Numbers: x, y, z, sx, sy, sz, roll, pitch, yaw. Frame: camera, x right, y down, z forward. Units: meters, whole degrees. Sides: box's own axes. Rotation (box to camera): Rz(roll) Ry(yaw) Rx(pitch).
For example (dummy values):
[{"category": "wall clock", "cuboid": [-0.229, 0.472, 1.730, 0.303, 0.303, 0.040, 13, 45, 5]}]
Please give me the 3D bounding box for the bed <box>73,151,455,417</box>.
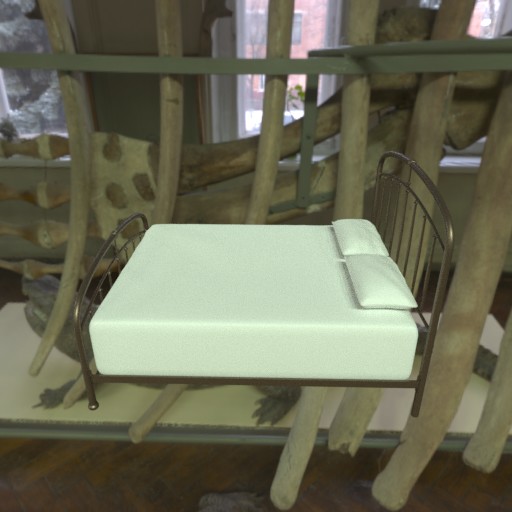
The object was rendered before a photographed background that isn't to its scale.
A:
[{"category": "bed", "cuboid": [0.000, 0.000, 3.328, 2.168, 1.475, 1.711, 1, 26, 1]}]
